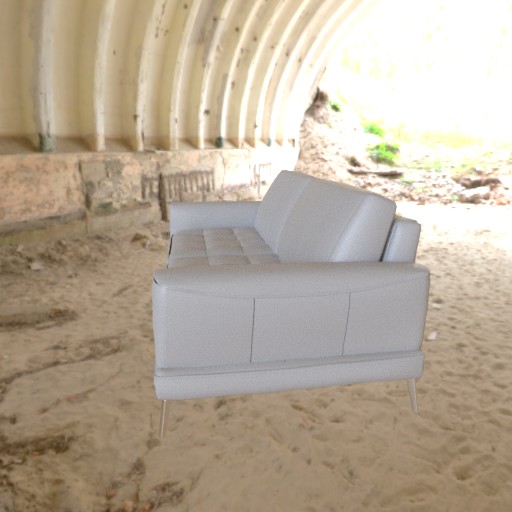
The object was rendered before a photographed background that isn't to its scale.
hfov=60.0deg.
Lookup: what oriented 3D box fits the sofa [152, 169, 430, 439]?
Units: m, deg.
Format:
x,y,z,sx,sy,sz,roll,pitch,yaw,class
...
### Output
x,y,z,sx,sy,sz,roll,pitch,yaw,class
0.000,0.000,2.651,1.121,0.930,2.177,-2,14,-9,sofa
